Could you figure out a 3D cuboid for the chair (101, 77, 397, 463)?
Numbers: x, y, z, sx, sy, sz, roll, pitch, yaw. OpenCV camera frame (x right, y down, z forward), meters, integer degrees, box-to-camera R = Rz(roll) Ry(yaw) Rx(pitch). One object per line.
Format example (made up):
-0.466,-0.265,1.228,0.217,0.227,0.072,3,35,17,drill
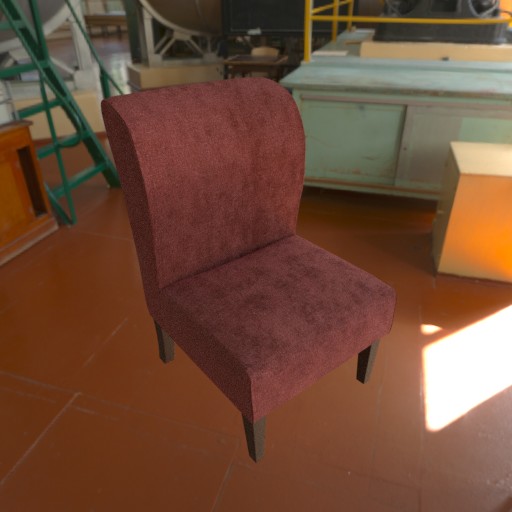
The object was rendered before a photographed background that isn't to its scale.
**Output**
0.000,0.000,1.262,0.538,0.846,0.640,-22,38,-32,chair
